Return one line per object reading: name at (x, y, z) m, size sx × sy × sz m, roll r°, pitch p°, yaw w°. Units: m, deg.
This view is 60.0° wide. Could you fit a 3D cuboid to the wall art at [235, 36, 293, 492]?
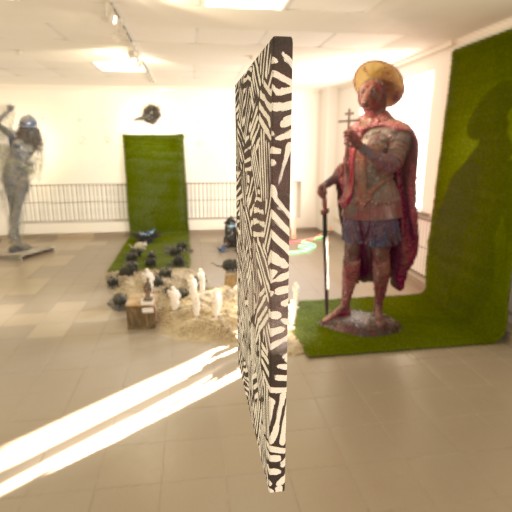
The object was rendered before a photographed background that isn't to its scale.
wall art at (0.000, 0.000, 1.156) m, size 0.035 × 0.918 × 0.615 m, roll -2°, pitch 14°, yaw -8°
